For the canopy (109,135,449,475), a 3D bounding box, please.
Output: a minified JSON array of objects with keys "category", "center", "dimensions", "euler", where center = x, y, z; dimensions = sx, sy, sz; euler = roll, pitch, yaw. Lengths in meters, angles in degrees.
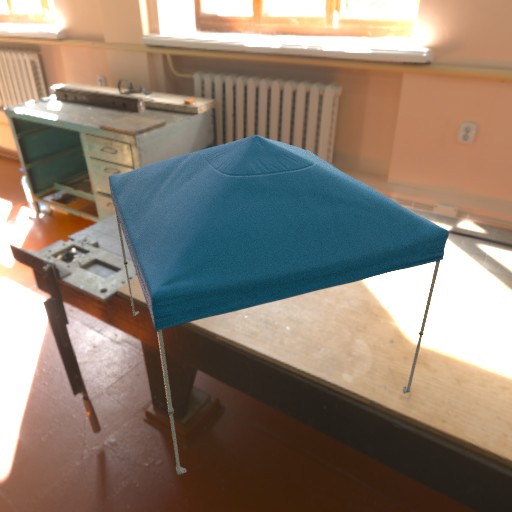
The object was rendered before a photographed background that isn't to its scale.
[{"category":"canopy","center":[0.000,0.000,5.501],"dimensions":[2.998,2.997,2.996],"euler":[-12,32,-19]}]
